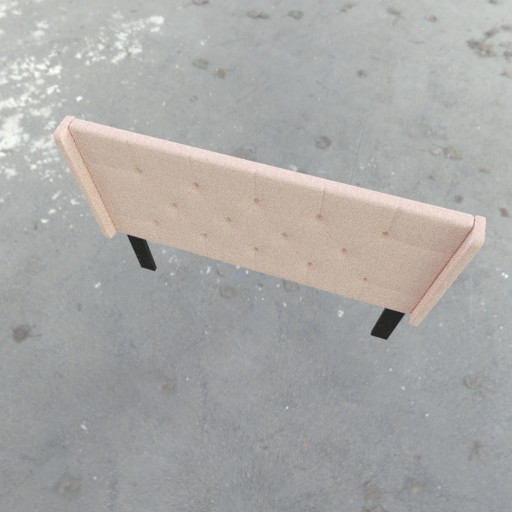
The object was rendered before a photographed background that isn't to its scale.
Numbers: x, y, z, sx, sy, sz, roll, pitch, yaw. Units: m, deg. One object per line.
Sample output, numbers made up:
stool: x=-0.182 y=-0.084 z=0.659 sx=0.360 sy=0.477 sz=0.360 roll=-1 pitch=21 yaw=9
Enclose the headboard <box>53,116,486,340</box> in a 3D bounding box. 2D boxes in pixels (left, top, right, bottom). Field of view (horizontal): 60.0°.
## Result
headboard: x=0.000 y=0.000 z=2.695 sx=2.051 sy=1.524 sz=0.184 roll=16 pitch=60 yaw=9
